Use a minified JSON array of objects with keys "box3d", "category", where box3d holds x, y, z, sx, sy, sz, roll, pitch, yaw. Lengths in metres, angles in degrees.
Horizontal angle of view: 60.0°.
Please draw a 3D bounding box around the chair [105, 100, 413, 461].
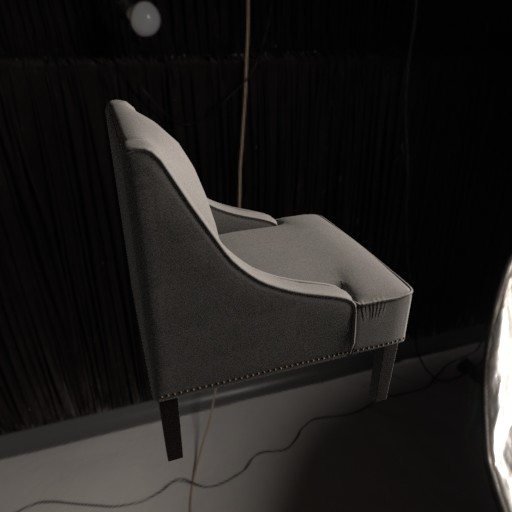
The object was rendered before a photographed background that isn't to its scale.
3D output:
[{"box3d":[0.000,0.000,1.362,0.747,0.867,0.631,-9,29,-17],"category":"chair"}]
